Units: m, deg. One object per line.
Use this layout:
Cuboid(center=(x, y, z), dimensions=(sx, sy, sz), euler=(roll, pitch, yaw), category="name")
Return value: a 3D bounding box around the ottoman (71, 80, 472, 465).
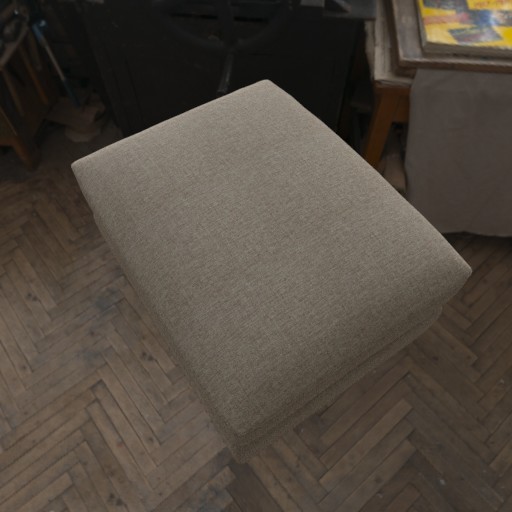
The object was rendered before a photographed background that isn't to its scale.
Cuboid(center=(0.000, 0.000, 1.108), dimensions=(0.584, 0.513, 0.741), euler=(-30, 63, -17), category="ottoman")
